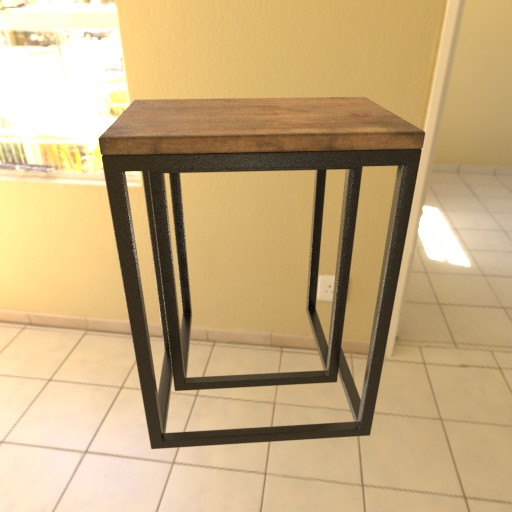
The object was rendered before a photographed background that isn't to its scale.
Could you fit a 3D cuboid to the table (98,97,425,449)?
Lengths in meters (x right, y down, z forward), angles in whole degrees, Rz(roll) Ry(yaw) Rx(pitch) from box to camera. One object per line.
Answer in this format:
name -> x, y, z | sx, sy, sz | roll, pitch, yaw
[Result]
table -> 0.000, 0.000, 0.938 | 0.456, 0.615, 0.460 | -1, 29, -2
